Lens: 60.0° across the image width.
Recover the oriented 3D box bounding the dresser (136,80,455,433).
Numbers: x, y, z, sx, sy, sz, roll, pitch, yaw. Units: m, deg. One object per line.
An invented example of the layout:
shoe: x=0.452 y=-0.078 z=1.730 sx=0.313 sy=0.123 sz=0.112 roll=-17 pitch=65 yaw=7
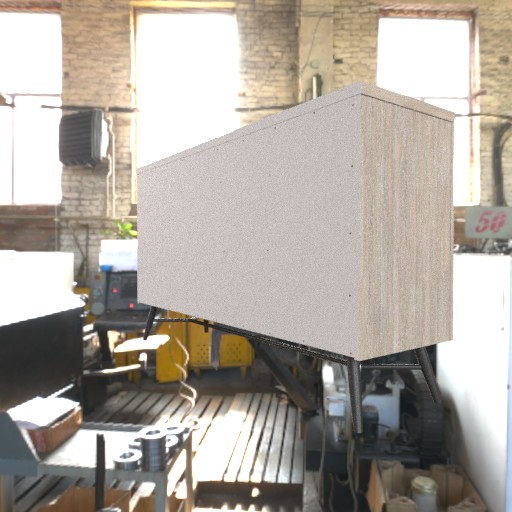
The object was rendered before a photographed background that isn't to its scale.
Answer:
dresser: x=0.000 y=0.000 z=1.879 sx=0.457 sy=0.914 sz=1.524 roll=-1 pitch=1 yaw=-36
